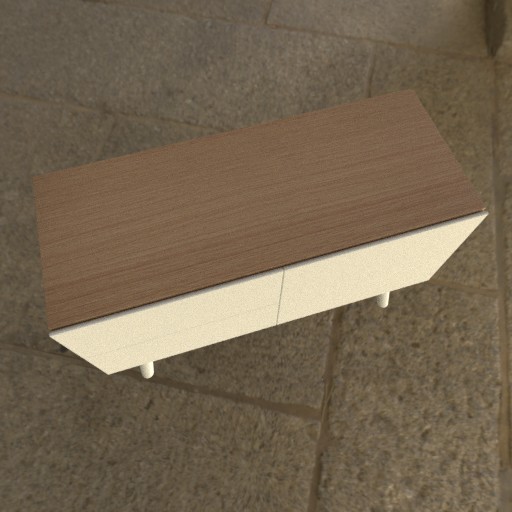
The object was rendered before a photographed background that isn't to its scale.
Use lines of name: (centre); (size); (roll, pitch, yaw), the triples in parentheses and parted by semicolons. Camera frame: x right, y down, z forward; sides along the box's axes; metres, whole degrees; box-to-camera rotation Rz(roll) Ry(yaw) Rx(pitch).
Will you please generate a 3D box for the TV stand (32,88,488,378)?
TV stand: (0.000, 0.000, 1.331); (0.991, 0.660, 0.407); (-15, 65, -7)
